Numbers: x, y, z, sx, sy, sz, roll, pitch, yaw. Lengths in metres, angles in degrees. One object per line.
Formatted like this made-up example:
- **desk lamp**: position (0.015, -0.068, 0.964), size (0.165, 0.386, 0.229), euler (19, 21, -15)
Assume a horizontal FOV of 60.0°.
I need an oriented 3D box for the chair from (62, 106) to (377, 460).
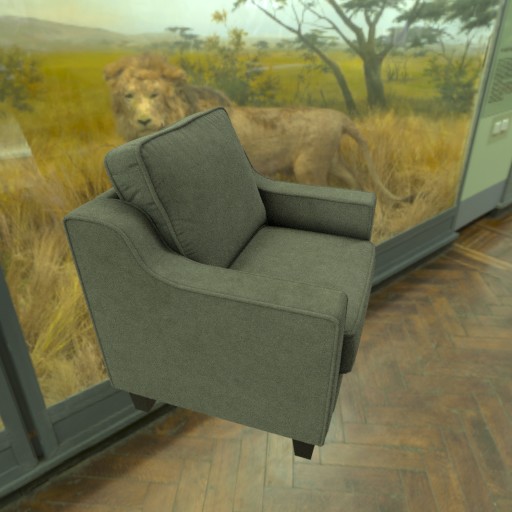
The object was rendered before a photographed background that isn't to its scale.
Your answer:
- **chair**: position (0.000, 0.000, 1.634), size (0.840, 0.944, 0.926), euler (9, 30, 17)
